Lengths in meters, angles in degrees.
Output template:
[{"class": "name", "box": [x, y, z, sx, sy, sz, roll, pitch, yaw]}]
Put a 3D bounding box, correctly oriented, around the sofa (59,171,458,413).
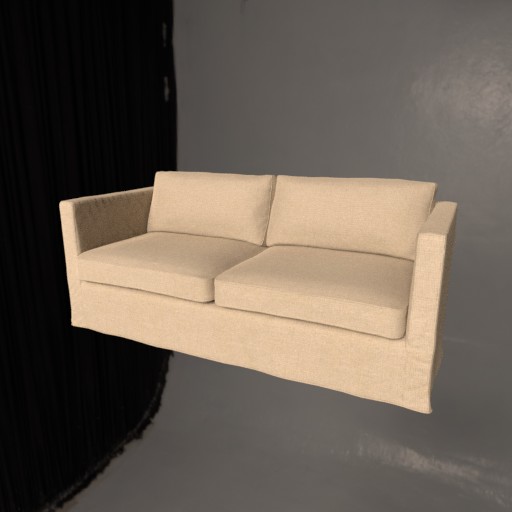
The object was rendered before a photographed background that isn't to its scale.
[{"class": "sofa", "box": [0.000, 0.000, 2.446, 1.987, 0.847, 0.956, 7, 17, 25]}]
